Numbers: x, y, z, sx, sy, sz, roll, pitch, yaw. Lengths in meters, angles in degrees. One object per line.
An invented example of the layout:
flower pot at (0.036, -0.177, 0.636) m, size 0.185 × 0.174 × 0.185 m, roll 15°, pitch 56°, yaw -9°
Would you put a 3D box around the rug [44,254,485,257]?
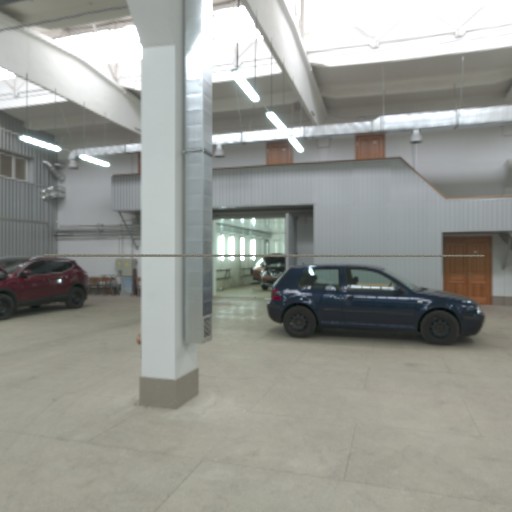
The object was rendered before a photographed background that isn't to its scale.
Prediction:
rug at (0.000, 0.000, 3.026) m, size 2.438 × 0.011 × 1.524 m, roll 0°, pitch 0°, yaw -18°
